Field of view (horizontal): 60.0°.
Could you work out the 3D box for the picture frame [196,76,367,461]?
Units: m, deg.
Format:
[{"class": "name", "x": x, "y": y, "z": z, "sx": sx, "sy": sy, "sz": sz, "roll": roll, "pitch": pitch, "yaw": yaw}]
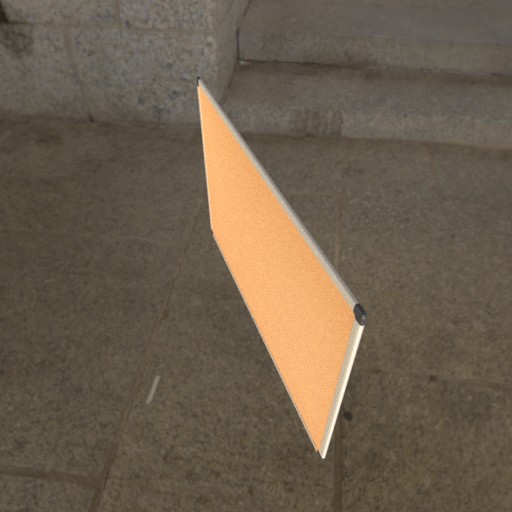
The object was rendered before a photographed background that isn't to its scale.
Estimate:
[{"class": "picture frame", "x": 0.000, "y": 0.000, "z": 1.172, "sx": 0.010, "sy": 0.600, "sz": 0.900, "roll": -16, "pitch": 48, "yaw": -15}]
